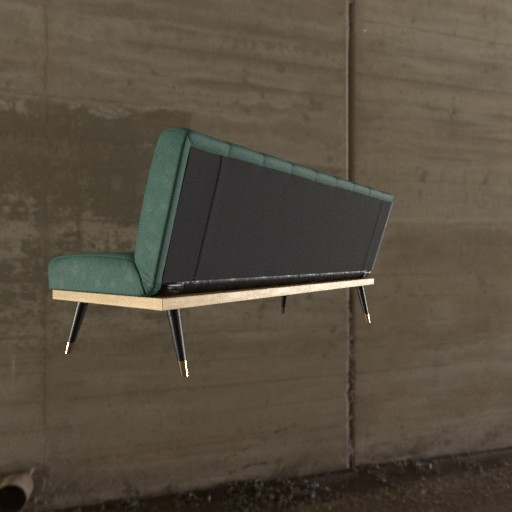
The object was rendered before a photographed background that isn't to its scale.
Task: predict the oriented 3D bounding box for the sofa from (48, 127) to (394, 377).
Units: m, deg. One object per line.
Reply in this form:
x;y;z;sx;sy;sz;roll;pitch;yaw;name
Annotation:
0.000;0.000;2.301;0.830;0.820;1.810;0;0;37;sofa
